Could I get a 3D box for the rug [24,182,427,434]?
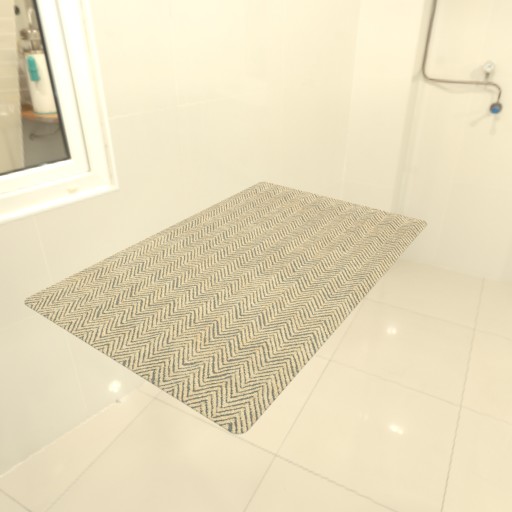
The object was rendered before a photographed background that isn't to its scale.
[{"bbox_3d":[0.000,0.000,2.165,1.144,0.008,1.752,19,35,30],"label":"rug"}]
